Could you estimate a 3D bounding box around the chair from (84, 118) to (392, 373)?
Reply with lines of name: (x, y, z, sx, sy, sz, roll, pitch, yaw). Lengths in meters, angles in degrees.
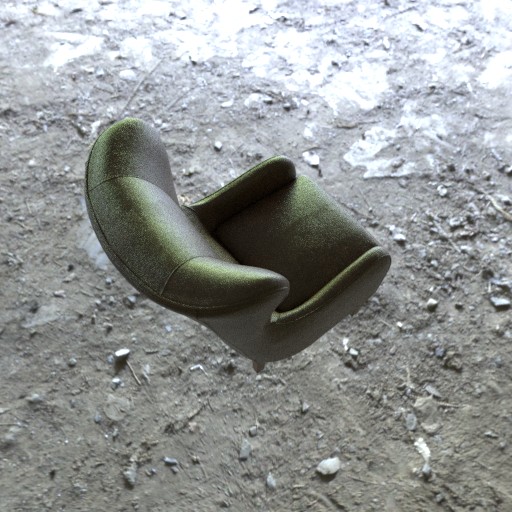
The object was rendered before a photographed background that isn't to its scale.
chair: (0.000, 0.000, 1.616, 0.914, 1.048, 0.692, -32, 64, -18)
